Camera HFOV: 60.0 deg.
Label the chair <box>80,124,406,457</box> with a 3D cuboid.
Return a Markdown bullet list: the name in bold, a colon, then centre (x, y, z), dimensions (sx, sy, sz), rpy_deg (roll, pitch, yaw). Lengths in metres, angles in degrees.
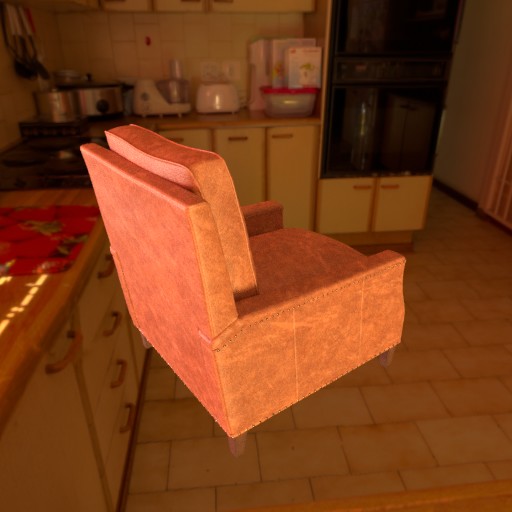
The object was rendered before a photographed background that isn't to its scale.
- **chair**: centre (0.000, 0.000, 1.830), dimensions (1.035, 1.054, 0.854), rpy_deg (-18, 31, -32)
